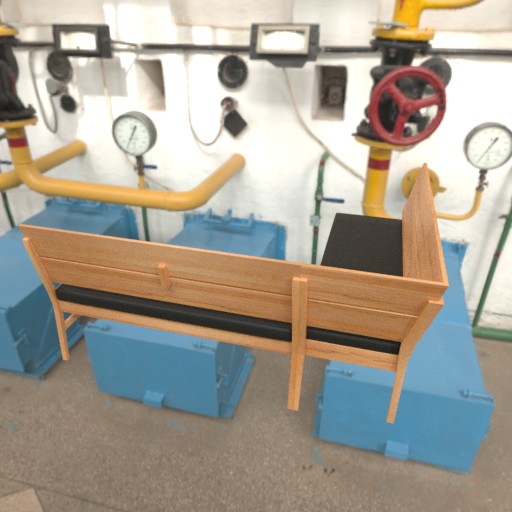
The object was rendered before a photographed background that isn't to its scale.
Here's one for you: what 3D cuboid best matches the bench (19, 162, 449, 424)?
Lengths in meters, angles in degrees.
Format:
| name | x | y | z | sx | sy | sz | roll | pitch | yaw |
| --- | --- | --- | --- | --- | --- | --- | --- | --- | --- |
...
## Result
| name | x | y | z | sx | sy | sz | roll | pitch | yaw |
| --- | --- | --- | --- | --- | --- | --- | --- | --- | --- |
| bench | 0.000 | 0.000 | 2.770 | 1.948 | 0.890 | 1.548 | 8 | 31 | 14 |
